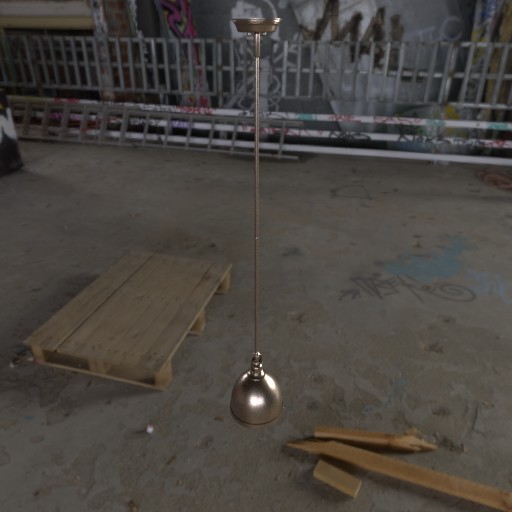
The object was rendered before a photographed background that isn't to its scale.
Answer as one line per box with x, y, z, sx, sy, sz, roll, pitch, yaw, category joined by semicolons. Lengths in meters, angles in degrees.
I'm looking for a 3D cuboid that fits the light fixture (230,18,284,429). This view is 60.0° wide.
0.000;0.000;1.449;0.211;1.367;0.217;18;33;31;light fixture
